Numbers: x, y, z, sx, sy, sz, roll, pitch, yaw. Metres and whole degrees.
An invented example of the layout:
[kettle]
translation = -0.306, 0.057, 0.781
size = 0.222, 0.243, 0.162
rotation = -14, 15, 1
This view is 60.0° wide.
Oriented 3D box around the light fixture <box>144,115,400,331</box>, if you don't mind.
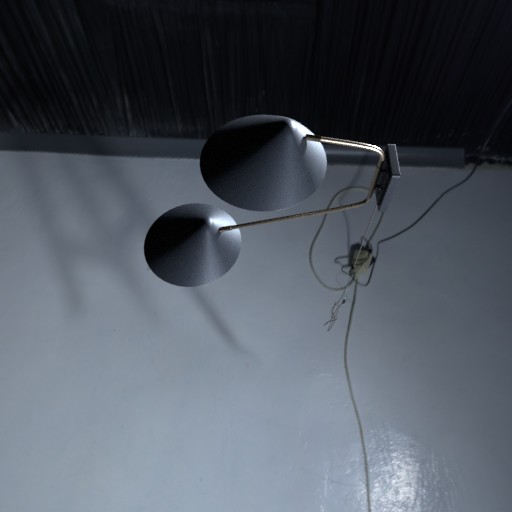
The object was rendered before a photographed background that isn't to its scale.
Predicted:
[light fixture]
translation = 0.000, 0.000, 0.867
size = 0.422, 0.665, 0.189
rotation = 2, 58, 1
